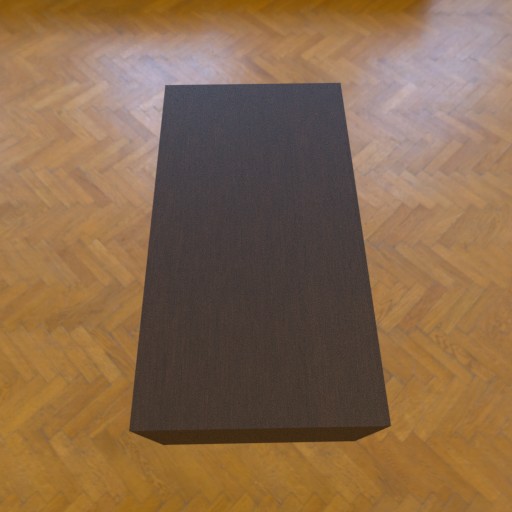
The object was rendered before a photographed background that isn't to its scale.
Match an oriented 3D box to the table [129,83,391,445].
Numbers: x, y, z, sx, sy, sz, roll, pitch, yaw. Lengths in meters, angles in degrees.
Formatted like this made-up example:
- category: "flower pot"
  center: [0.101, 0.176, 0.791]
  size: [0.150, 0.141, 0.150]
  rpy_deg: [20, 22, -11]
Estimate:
- category: "table"
  center: [0.000, 0.000, 1.447]
  size: [0.597, 0.424, 1.099]
  rpy_deg: [-1, 63, 0]
